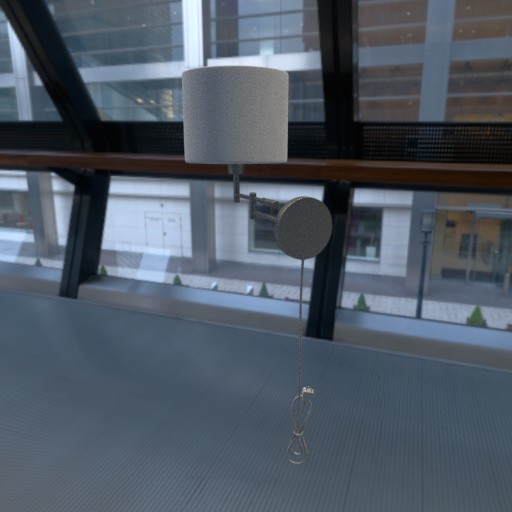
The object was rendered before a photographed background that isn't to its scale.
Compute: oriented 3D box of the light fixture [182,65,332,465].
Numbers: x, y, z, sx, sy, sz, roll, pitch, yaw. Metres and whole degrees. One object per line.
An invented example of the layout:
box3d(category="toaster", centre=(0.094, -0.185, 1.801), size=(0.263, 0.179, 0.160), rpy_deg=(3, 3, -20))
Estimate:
box3d(category="light fixture", centre=(0.000, 0.000, 1.060), size=(0.253, 0.842, 0.479), rpy_deg=(-7, 15, -25))
